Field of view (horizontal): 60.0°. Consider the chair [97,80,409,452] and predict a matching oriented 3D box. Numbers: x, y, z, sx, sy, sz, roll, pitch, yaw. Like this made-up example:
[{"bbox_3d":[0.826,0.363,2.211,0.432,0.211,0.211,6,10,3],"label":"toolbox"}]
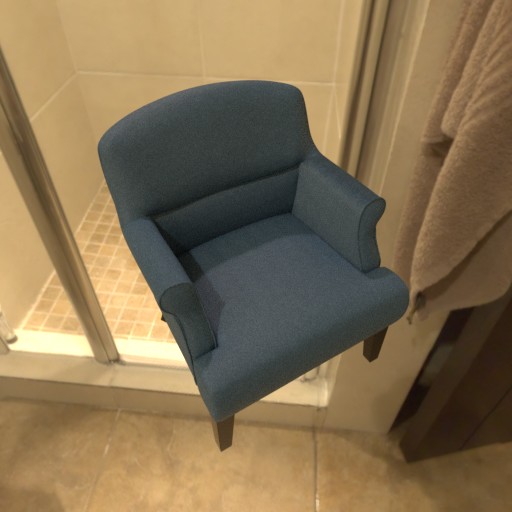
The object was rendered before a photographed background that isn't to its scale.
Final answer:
[{"bbox_3d":[0.000,0.000,1.466,0.770,0.878,0.754,-23,49,-22],"label":"chair"}]
